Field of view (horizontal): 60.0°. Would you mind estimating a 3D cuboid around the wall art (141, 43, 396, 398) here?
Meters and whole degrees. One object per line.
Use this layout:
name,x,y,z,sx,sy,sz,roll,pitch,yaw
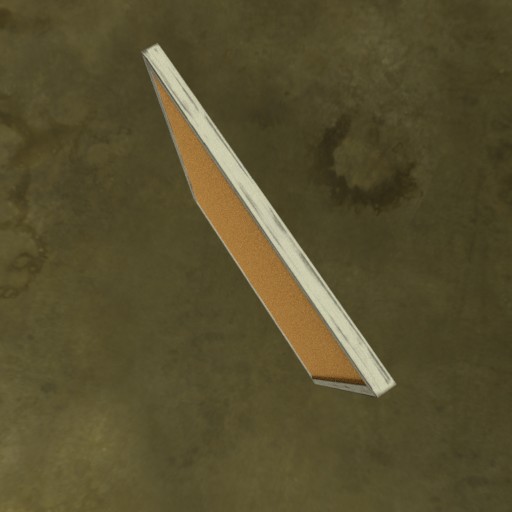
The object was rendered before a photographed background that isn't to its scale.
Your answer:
wall art,0.000,0.000,1.147,0.037,0.761,0.761,-32,78,-8
